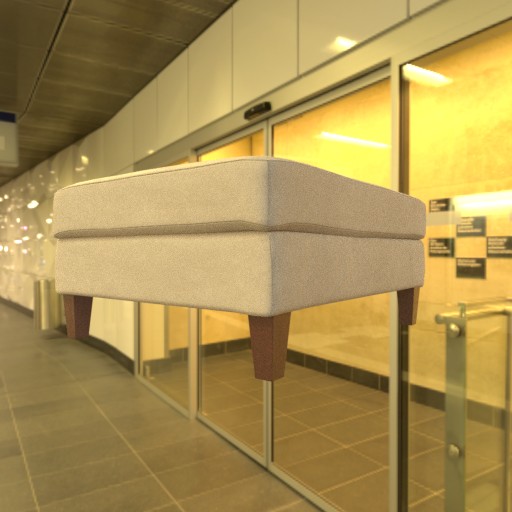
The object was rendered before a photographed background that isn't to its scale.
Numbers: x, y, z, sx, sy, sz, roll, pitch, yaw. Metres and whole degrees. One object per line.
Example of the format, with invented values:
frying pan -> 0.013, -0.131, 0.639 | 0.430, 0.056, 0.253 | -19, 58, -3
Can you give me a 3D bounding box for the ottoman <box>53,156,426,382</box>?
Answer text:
ottoman -> 0.000, 0.000, 1.472 | 0.836, 0.492, 1.002 | 0, 1, 37
